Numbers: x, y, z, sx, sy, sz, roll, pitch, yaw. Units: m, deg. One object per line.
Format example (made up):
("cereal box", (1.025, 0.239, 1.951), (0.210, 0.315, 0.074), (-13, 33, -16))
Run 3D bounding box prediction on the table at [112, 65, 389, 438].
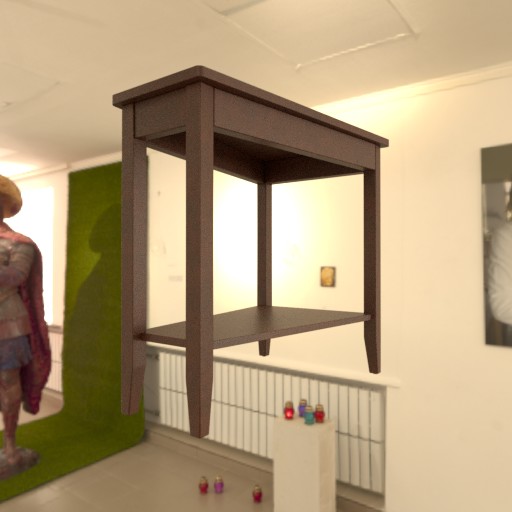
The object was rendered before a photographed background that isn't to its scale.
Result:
("table", (0.000, 0.000, 0.994), (0.399, 0.589, 0.605), (0, -1, 36))
